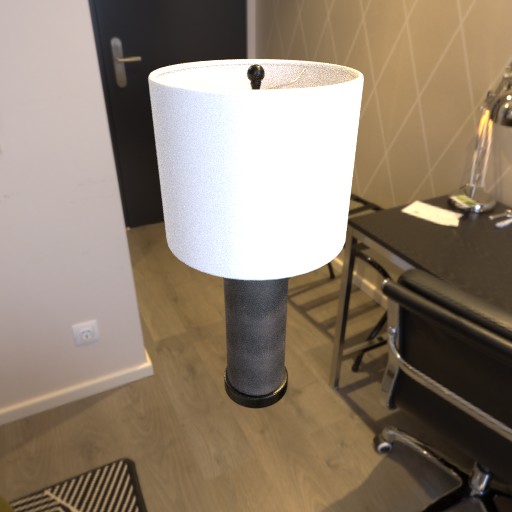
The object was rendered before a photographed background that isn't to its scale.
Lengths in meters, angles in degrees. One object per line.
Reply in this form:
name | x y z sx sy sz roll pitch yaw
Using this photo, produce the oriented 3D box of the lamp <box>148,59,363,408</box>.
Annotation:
lamp | 0.000 0.000 0.794 0.305 0.634 0.305 18 35 28
